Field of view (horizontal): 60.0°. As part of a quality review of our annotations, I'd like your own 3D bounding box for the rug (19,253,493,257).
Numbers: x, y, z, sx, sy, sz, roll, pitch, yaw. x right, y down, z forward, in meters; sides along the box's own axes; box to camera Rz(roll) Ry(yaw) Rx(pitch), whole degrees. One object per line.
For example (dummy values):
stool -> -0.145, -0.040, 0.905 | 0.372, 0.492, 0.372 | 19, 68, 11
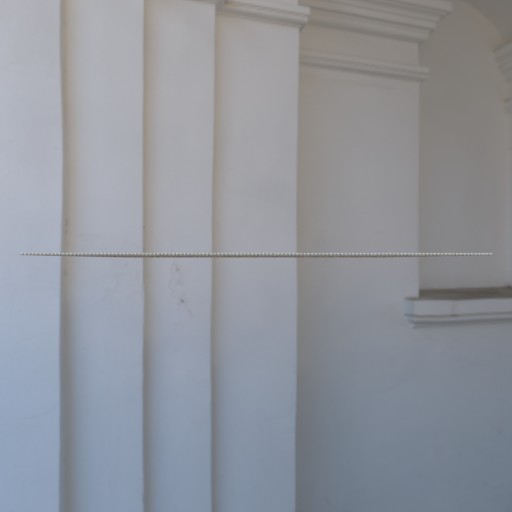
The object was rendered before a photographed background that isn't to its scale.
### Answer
rug -> 0.000, 0.000, 4.048 | 3.048, 0.013, 2.438 | 0, -1, -1
